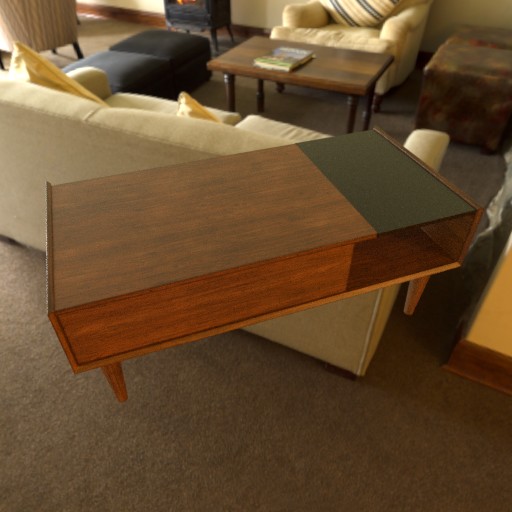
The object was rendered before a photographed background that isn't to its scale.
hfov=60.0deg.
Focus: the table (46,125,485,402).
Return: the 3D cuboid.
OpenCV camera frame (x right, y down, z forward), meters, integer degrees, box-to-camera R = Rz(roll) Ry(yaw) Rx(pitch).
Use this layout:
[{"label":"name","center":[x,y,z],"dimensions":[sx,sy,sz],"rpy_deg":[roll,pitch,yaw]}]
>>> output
[{"label":"table","center":[0.000,0.000,1.538],"dimensions":[1.221,0.508,0.610],"rpy_deg":[-13,43,-15]}]
